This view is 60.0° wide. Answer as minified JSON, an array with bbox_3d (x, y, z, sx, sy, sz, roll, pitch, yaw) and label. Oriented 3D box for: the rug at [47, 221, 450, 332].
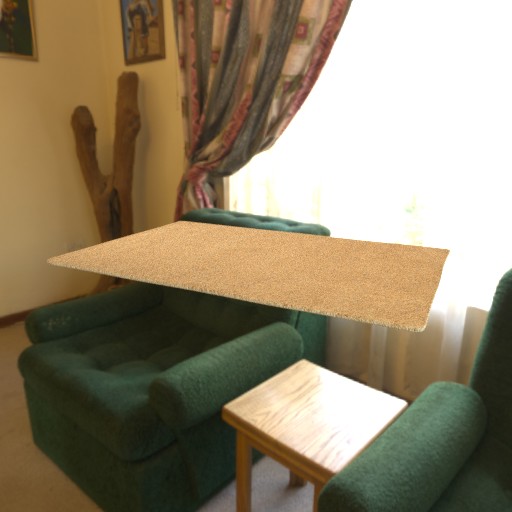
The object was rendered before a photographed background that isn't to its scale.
[{"bbox_3d":[0.000,0.000,3.026,2.349,0.025,1.500,8,17,26],"label":"rug"}]
